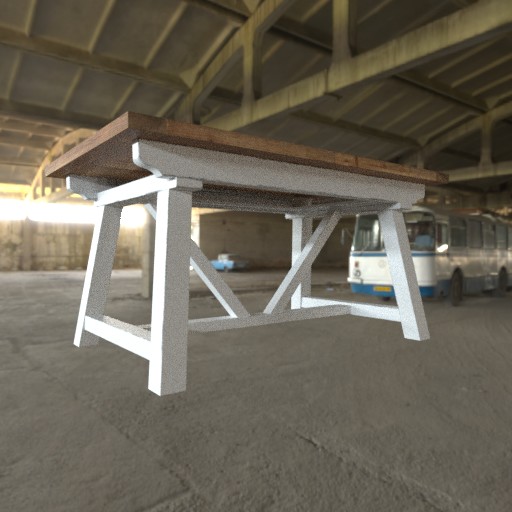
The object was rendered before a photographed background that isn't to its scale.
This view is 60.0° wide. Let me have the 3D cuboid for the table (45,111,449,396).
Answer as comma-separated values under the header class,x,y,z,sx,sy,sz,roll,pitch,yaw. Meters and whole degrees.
class,x,y,z,sx,sy,sz,roll,pitch,yaw
table,0.000,0.000,1.934,1.503,0.743,0.922,0,1,-37
